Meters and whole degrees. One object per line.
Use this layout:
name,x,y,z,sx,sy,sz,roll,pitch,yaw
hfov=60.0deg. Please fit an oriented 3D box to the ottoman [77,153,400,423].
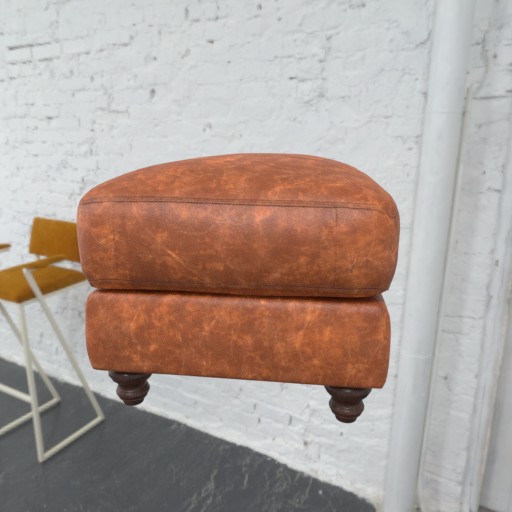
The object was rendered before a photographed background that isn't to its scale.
ottoman,0.000,0.000,1.242,0.657,0.562,0.832,2,14,7
